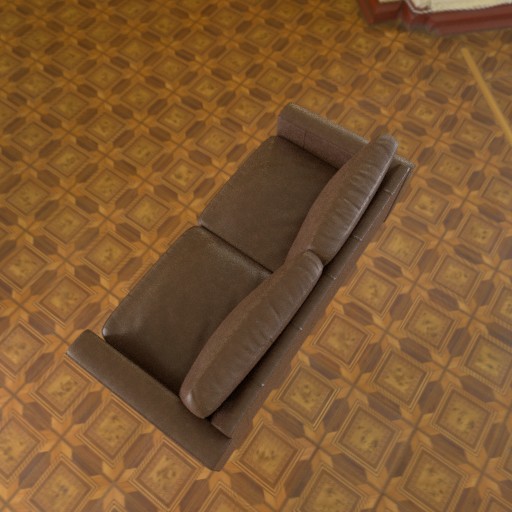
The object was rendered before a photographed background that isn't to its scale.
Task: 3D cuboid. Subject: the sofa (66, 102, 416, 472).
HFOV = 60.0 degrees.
[{"bbox_3d":[0.000,0.000,2.695,1.016,0.873,2.179,32,68,15],"label":"sofa"}]
